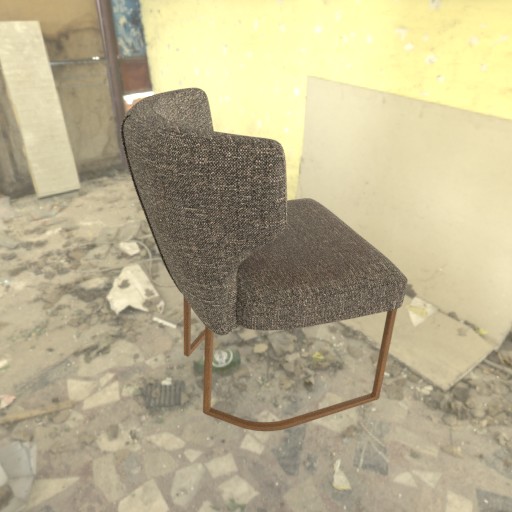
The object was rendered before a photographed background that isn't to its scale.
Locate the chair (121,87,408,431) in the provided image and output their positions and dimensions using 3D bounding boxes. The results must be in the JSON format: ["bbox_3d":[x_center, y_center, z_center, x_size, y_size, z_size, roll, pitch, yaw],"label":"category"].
[{"bbox_3d":[0.000,0.000,1.226,0.617,0.824,0.611,-11,32,-18],"label":"chair"}]
